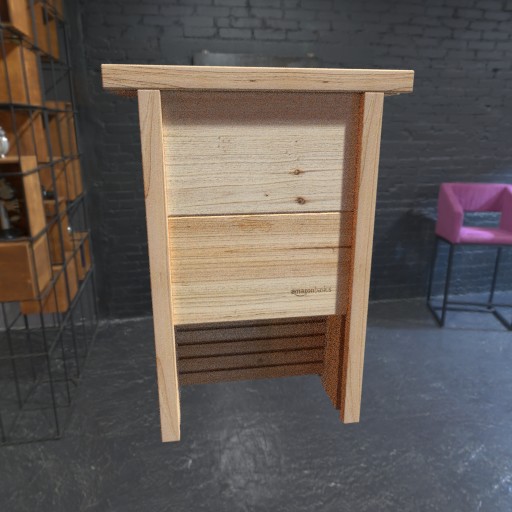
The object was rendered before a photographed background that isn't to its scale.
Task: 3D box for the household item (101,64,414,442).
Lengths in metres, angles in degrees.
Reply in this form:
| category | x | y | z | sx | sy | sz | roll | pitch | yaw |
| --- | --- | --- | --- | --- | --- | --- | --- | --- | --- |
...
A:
| category | x | y | z | sx | sy | sz | roll | pitch | yaw |
| --- | --- | --- | --- | --- | --- | --- | --- | --- | --- |
| household item | 0.000 | 0.000 | 0.534 | 0.301 | 0.407 | 0.123 | -2 | 16 | -8 |
